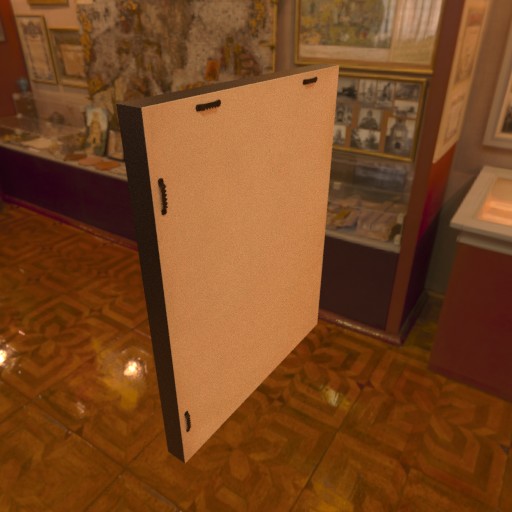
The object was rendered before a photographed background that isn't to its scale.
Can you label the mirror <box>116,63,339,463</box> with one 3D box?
[{"bbox_3d":[0.000,0.000,0.682,0.041,0.509,0.406,19,35,30],"label":"mirror"}]
